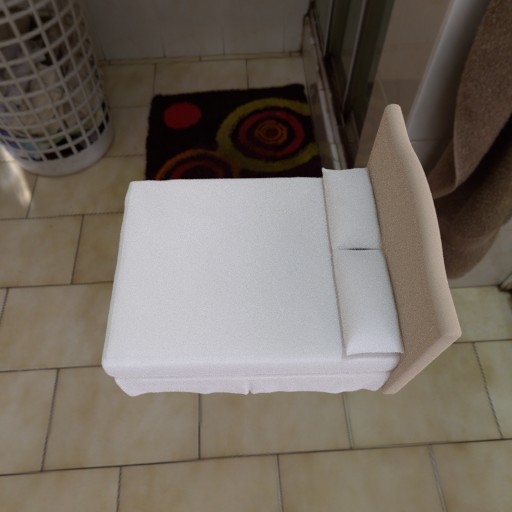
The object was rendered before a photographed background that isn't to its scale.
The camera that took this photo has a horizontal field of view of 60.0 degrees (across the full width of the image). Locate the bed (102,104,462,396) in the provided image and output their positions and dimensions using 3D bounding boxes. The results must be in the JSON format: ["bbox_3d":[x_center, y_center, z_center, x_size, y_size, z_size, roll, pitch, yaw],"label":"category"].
[{"bbox_3d":[0.000,0.000,3.136,2.052,1.398,1.678,-1,60,-1],"label":"bed"}]
